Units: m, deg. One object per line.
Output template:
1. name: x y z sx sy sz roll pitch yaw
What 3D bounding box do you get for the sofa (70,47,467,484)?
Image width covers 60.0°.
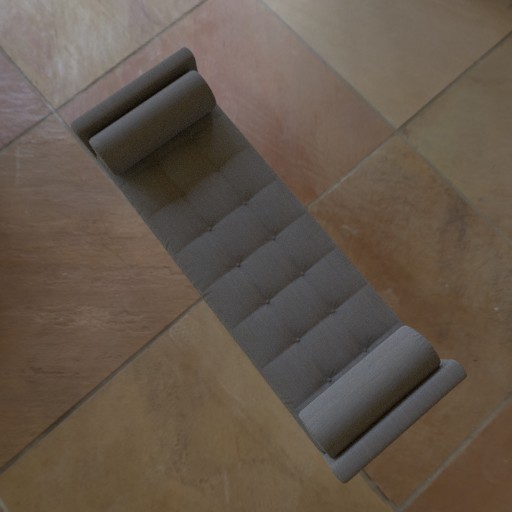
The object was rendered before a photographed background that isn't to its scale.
1. sofa: 0.000 0.000 2.235 0.686 0.635 1.981 -37 80 -8
